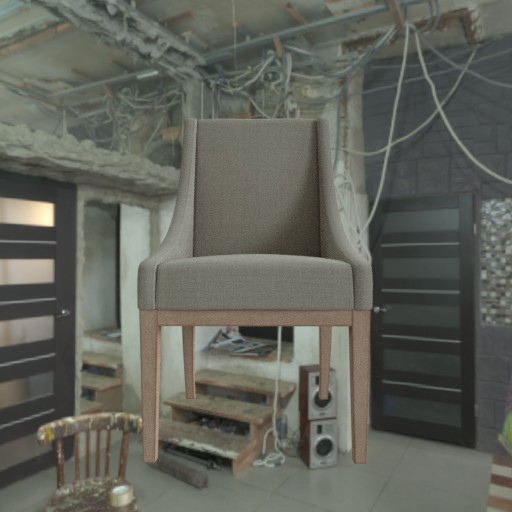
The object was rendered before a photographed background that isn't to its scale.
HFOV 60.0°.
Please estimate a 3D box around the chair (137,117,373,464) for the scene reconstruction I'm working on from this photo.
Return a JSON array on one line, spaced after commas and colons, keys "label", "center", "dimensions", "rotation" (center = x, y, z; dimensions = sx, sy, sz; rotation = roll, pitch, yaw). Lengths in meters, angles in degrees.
[{"label": "chair", "center": [0.000, 0.000, 1.378], "dimensions": [0.575, 1.021, 0.611], "rotation": [0, 0, 1]}]
